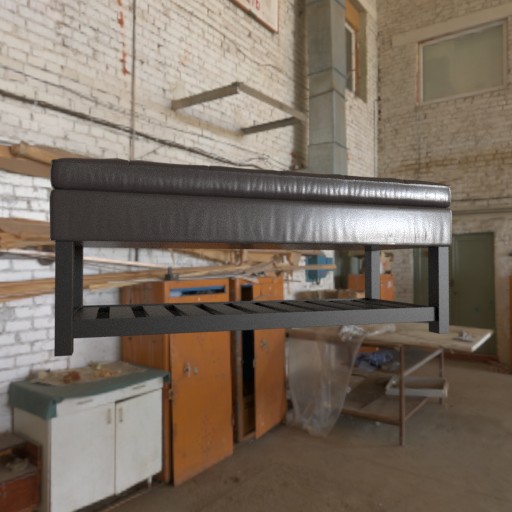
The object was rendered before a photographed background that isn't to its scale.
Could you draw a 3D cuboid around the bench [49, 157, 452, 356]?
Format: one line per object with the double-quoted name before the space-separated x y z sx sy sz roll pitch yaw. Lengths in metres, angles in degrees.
"bench" 0.000 0.000 1.346 1.105 0.460 0.432 0 -1 -18
